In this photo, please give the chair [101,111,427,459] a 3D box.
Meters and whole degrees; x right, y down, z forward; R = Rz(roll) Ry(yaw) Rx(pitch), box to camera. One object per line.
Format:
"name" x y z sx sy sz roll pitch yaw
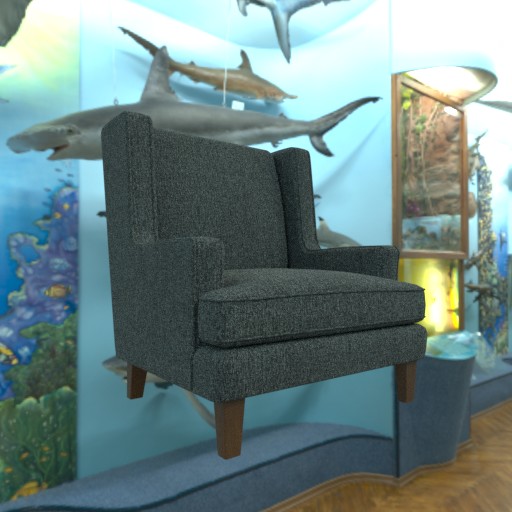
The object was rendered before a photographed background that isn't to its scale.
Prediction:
"chair" 0.000 0.000 1.745 0.942 1.082 0.927 1 -2 -37
